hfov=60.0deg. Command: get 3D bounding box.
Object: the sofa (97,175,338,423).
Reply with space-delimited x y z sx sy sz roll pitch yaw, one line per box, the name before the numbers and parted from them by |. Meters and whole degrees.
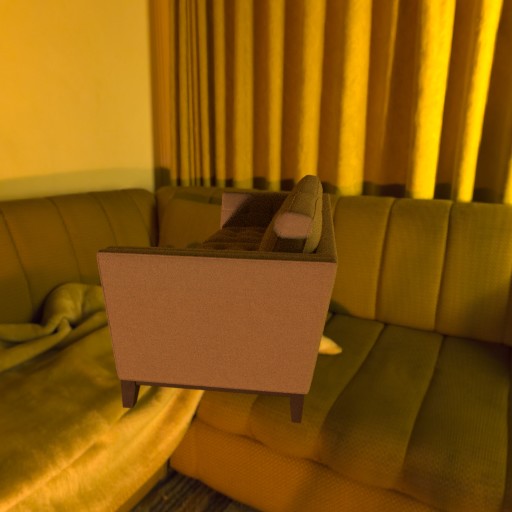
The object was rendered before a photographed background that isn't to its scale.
sofa | 0.000 0.000 2.920 0.965 0.940 2.388 2 14 8
